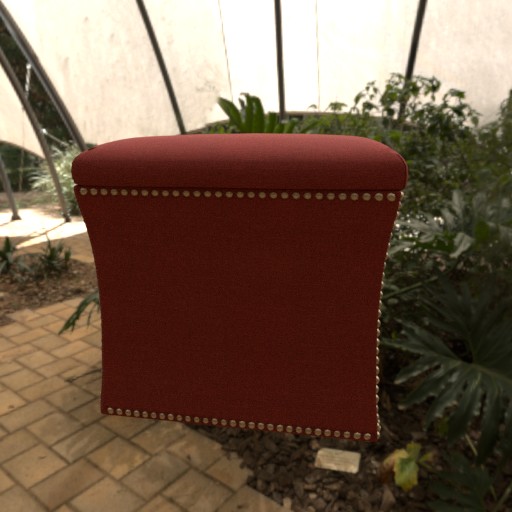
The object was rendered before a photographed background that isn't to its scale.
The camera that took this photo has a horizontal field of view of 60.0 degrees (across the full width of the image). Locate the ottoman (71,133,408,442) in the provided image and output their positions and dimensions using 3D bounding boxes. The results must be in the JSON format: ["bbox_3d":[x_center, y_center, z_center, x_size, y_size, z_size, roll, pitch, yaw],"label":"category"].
[{"bbox_3d":[0.000,0.000,0.891,0.497,0.475,0.507,2,15,9],"label":"ottoman"}]
